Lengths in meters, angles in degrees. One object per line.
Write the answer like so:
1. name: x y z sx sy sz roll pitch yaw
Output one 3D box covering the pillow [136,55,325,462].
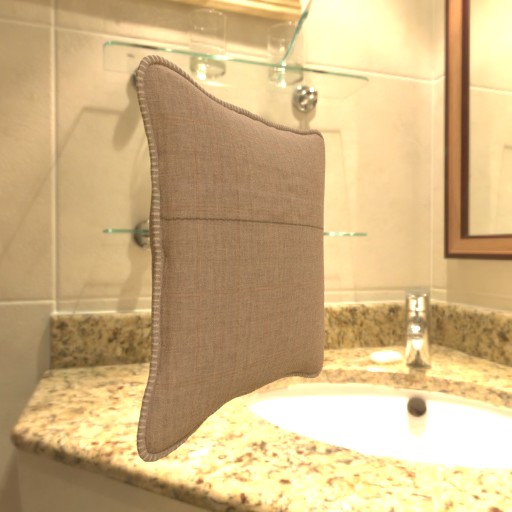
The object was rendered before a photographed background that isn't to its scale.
1. pillow: 0.000 0.000 0.713 0.124 0.494 0.485 1 1 35
